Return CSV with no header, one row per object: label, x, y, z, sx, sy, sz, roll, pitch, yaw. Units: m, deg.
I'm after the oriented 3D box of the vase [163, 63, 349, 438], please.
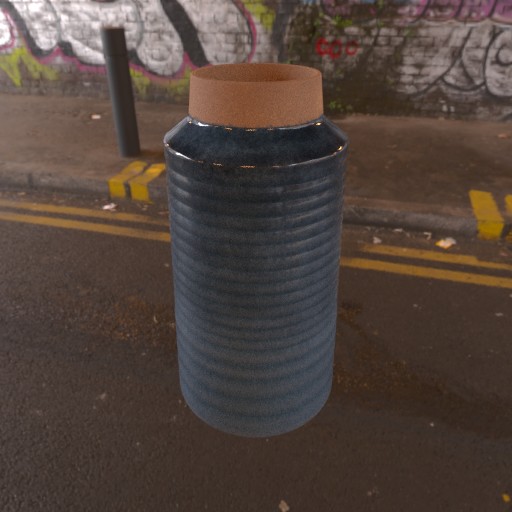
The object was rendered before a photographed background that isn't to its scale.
vase,0.000,0.000,0.407,0.163,0.316,0.163,0,31,0
